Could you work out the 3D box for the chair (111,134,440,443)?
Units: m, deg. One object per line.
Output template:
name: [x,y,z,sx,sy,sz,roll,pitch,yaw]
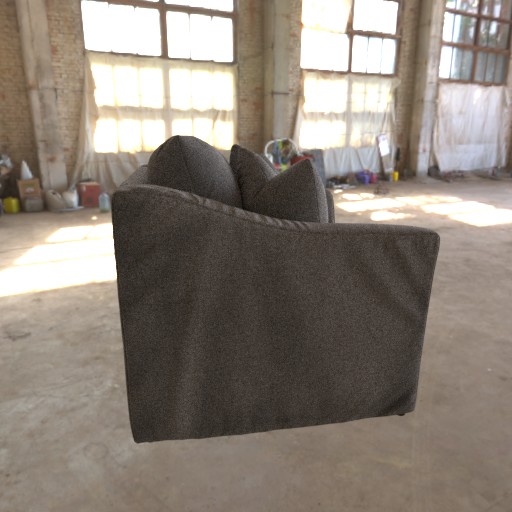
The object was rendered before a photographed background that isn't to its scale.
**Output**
chair: [0.000,0.000,1.996,1.071,1.059,1.194,-3,16,-9]
